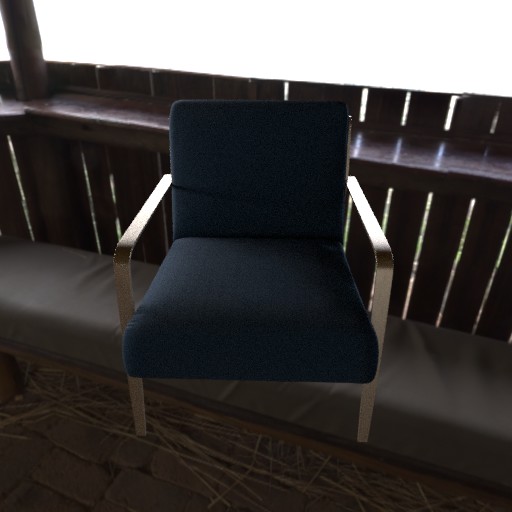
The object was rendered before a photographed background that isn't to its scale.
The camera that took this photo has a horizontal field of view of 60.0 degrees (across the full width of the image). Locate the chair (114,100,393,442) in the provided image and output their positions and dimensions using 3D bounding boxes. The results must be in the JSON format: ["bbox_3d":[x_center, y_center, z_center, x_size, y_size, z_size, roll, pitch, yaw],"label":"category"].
[{"bbox_3d":[0.000,0.000,1.412,0.692,0.831,0.859,1,29,2],"label":"chair"}]
